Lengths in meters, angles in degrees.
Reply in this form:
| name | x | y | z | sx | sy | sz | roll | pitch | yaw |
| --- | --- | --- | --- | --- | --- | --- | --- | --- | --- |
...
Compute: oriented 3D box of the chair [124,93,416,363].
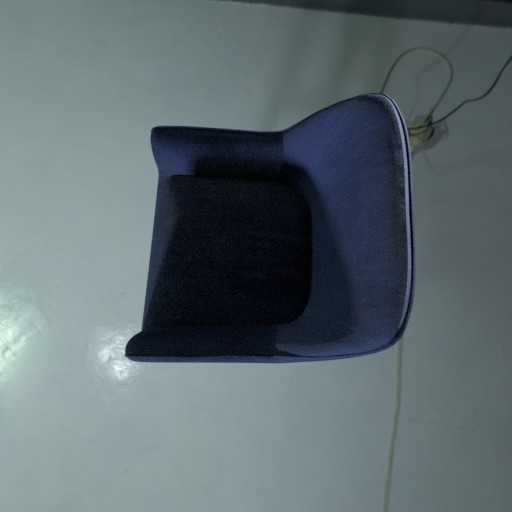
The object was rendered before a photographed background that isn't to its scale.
| name | x | y | z | sx | sy | sz | roll | pitch | yaw |
| --- | --- | --- | --- | --- | --- | --- | --- | --- | --- |
| chair | 0.000 | 0.000 | 1.224 | 0.600 | 0.820 | 0.600 | 3 | 75 | 1 |
